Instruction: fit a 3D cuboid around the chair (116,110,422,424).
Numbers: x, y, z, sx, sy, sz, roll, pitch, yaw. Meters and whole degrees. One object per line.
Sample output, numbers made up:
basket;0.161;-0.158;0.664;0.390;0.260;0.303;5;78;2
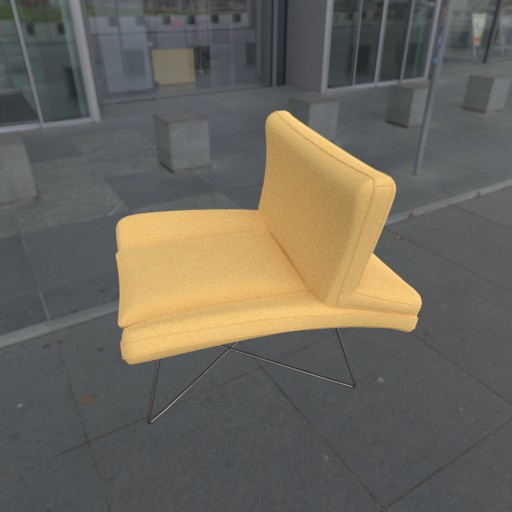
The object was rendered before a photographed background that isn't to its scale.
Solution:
chair;0.000;0.000;1.644;1.008;0.855;0.859;-8;31;-14
